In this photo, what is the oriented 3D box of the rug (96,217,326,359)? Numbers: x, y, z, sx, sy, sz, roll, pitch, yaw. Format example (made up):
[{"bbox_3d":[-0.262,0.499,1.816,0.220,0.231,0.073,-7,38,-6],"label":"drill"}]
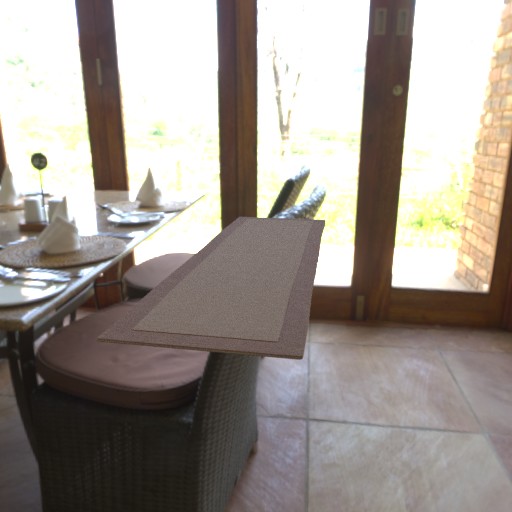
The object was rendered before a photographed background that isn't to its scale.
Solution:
[{"bbox_3d":[0.000,0.000,2.706,0.767,0.012,2.430,3,16,10],"label":"rug"}]
